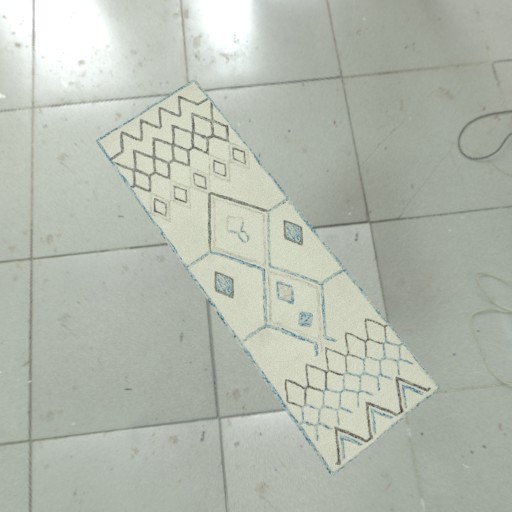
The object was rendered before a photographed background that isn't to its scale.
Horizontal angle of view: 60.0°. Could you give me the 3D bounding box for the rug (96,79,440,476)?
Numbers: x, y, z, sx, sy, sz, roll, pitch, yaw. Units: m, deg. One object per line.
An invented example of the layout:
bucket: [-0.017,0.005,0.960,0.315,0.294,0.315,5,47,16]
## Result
rug: [0.000,0.000,2.651,0.770,0.013,2.434,-35,79,-8]
